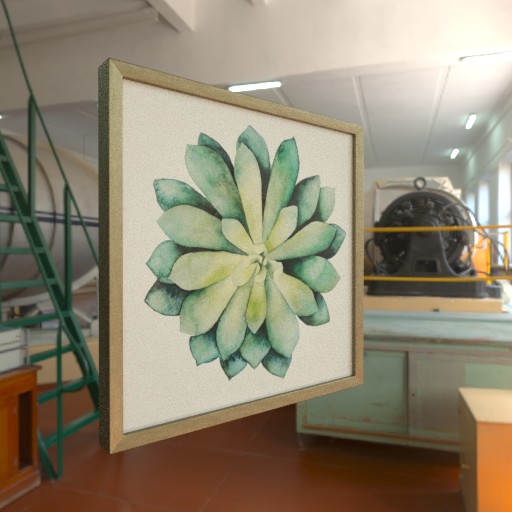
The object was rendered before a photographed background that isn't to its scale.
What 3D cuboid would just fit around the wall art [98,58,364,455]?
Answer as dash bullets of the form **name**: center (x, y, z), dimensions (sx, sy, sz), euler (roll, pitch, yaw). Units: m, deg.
- **wall art**: center (0.000, 0.000, 0.732), dimensions (0.503, 0.506, 0.040), euler (0, 0, -38)
